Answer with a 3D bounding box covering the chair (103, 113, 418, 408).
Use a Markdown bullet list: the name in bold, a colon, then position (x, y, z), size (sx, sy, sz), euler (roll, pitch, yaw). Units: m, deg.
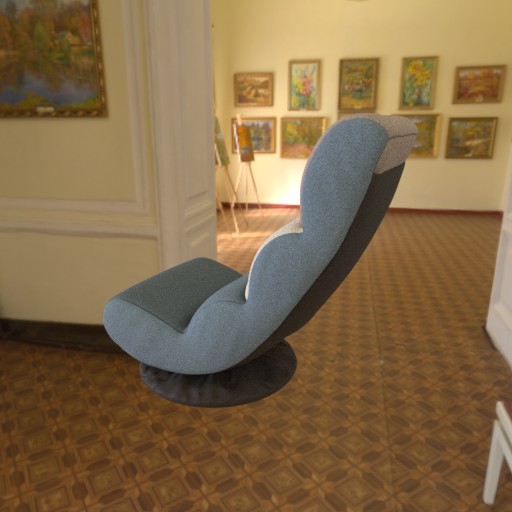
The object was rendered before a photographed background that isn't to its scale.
- **chair**: position (0.000, 0.000, 1.066), size (0.661, 0.641, 0.420), euler (7, 17, 24)
